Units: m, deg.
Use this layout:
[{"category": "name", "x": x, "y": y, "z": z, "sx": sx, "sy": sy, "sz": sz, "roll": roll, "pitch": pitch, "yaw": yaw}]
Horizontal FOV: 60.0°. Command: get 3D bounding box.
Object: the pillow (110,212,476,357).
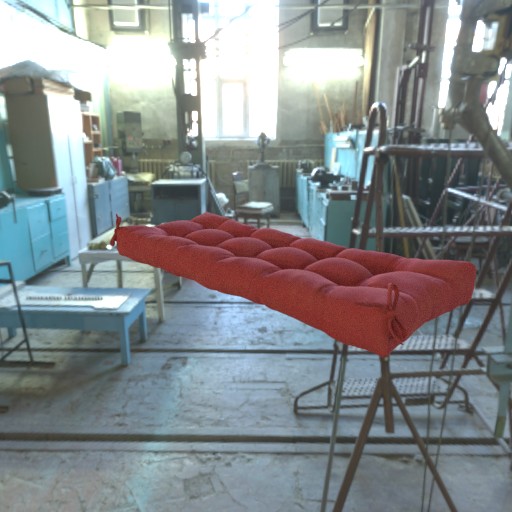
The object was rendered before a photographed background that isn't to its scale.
[{"category": "pillow", "x": 0.000, "y": 0.000, "z": 1.371, "sx": 0.511, "sy": 0.174, "sz": 1.194, "roll": -14, "pitch": 21, "yaw": -42}]
